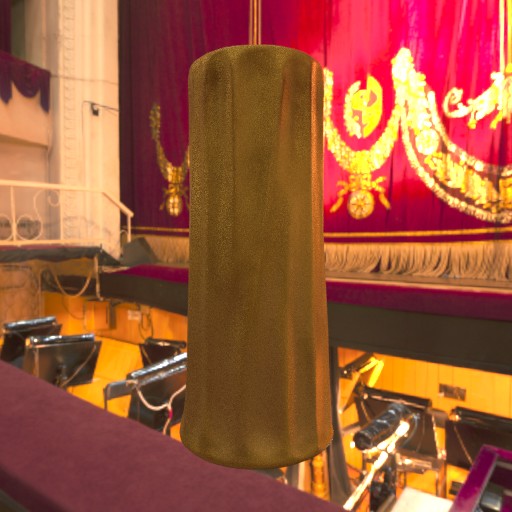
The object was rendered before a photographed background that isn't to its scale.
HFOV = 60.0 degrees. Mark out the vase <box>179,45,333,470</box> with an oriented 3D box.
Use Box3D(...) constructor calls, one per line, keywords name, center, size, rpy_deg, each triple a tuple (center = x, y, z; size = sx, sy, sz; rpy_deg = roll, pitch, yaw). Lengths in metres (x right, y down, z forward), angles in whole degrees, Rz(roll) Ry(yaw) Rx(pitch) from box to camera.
Box3D(name="vase", center=(0.000, 0.000, 0.175), size=(0.061, 0.143, 0.061), rpy_deg=(0, 2, 0))
